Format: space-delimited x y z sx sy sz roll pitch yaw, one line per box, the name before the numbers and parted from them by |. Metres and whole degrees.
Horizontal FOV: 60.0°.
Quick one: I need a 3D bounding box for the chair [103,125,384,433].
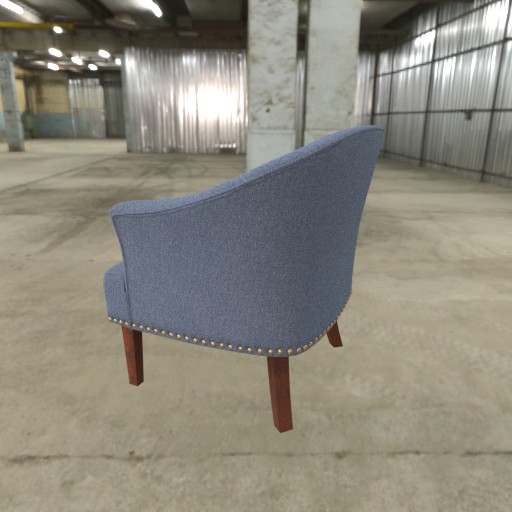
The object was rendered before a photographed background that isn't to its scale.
chair | 0.000 0.000 1.441 0.704 0.815 0.772 8 18 25
